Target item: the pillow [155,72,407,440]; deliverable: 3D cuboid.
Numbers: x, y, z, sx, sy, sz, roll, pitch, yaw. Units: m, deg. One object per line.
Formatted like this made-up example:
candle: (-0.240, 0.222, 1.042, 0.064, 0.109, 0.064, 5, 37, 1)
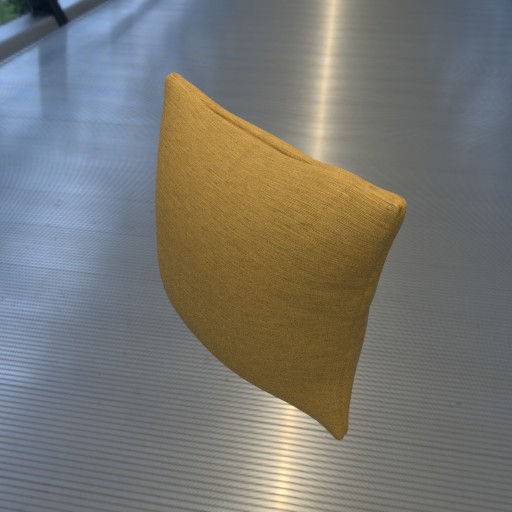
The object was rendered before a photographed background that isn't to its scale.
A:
pillow: (0.000, 0.000, 0.651, 0.247, 0.417, 0.435, -26, 47, -27)
